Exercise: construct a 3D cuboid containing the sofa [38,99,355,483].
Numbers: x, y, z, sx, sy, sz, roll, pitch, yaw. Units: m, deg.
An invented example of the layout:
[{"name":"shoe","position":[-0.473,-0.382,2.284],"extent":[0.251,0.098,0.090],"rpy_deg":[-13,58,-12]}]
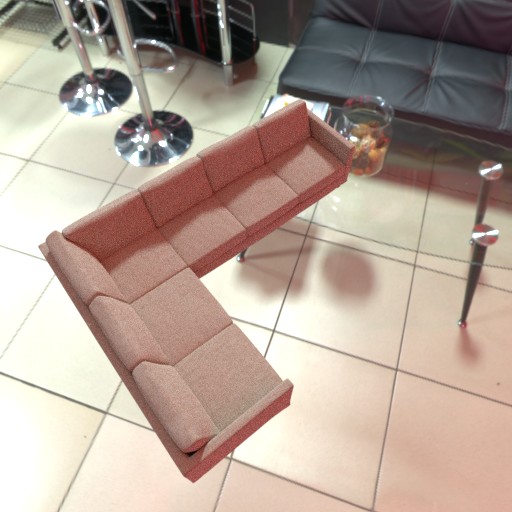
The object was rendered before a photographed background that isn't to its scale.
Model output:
[{"name":"sofa","position":[0.000,0.000,4.252],"extent":[3.182,0.863,2.432],"rpy_deg":[-34,64,-19]}]
